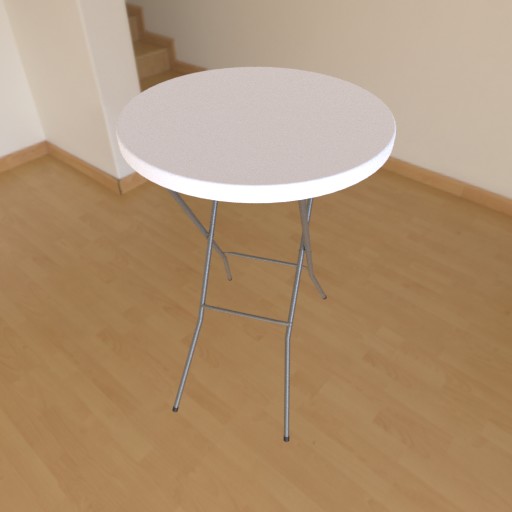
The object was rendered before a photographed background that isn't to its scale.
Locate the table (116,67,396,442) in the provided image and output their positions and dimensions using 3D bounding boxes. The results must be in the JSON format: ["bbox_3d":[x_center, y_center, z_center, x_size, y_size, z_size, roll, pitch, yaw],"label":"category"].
[{"bbox_3d":[0.000,0.000,1.646,0.792,1.105,0.795,10,42,12],"label":"table"}]
